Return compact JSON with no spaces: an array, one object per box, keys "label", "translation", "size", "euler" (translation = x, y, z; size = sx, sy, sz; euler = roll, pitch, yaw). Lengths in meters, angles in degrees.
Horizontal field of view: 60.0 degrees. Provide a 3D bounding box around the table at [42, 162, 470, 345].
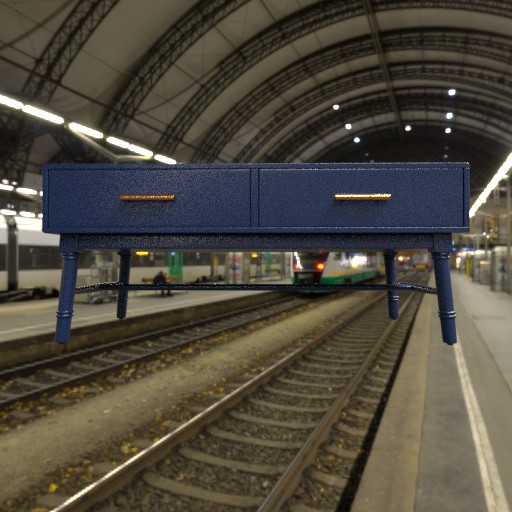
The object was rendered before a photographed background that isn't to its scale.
[{"label":"table","translation":[0.000,0.000,1.366],"size":[1.067,0.457,0.572],"euler":[0,-1,1]}]
